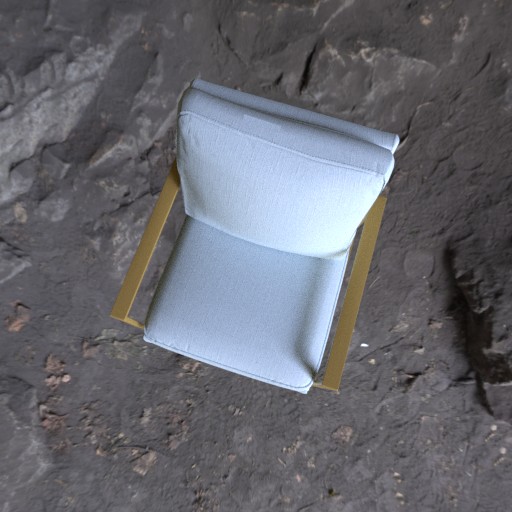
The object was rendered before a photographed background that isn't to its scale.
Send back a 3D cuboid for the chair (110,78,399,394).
[{"bbox_3d":[0.000,0.000,1.583,0.758,0.956,0.813,17,76,4],"label":"chair"}]
